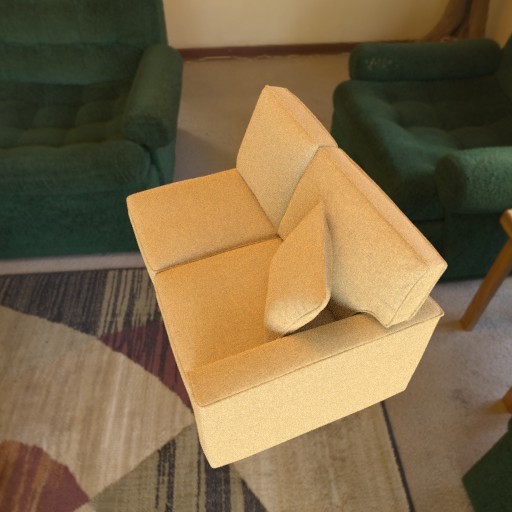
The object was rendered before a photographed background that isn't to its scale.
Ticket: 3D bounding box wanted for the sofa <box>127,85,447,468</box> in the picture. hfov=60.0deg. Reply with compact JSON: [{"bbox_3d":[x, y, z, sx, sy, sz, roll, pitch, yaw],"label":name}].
[{"bbox_3d":[0.000,0.000,2.079,0.991,0.989,1.388,-16,48,-15],"label":"sofa"}]
